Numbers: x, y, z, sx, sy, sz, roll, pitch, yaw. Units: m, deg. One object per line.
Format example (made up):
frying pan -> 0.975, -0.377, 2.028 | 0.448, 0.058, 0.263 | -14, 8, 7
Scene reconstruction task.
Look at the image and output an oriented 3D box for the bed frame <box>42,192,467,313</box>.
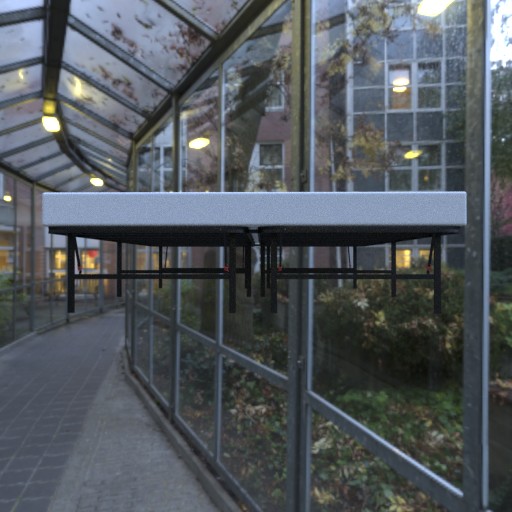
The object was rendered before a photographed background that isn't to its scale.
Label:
bed frame -> 0.000, 0.000, 3.024 | 1.930, 0.559, 2.032 | 0, -1, 1
